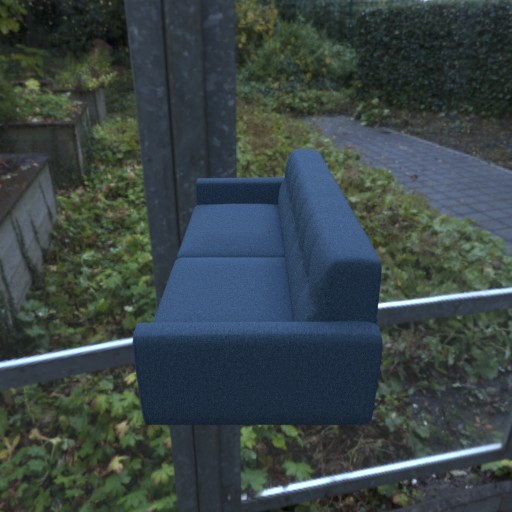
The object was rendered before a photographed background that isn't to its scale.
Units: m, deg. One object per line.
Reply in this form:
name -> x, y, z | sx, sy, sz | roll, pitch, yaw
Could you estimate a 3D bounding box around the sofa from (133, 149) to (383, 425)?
sofa -> 0.000, 0.000, 2.591 | 0.942, 0.884, 2.055 | 0, 26, 0
